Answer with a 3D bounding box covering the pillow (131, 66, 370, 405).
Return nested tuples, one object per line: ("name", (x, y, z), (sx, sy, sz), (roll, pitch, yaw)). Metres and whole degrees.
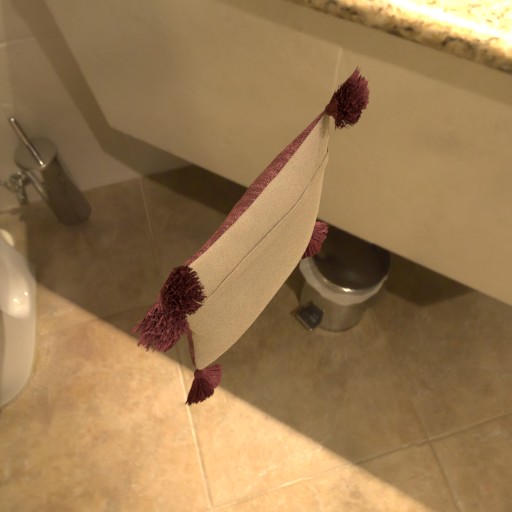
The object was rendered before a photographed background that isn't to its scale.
("pillow", (0.000, 0.000, 0.966), (0.138, 0.659, 0.641), (33, 68, 16))
